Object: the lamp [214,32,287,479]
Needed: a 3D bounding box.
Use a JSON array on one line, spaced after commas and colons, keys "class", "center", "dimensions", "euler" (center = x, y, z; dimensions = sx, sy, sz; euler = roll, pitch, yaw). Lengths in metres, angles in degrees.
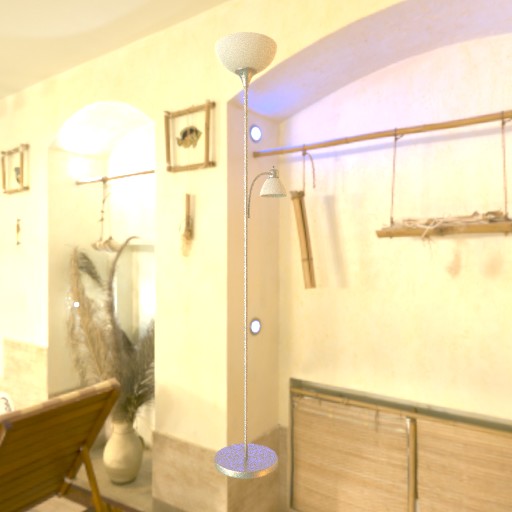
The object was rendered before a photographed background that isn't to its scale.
[{"class": "lamp", "center": [0.000, 0.000, 1.987], "dimensions": [0.279, 1.804, 0.425], "euler": [0, 0, 34]}]
